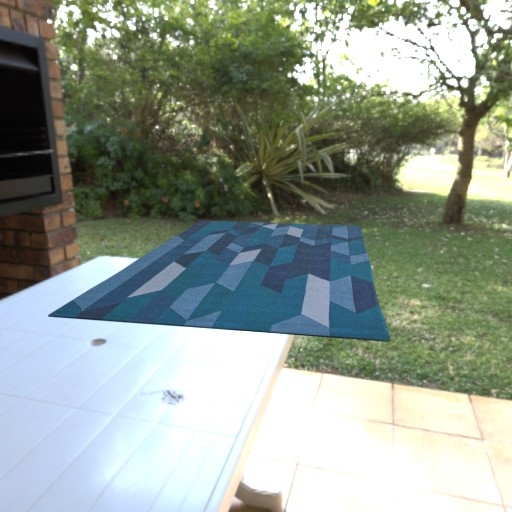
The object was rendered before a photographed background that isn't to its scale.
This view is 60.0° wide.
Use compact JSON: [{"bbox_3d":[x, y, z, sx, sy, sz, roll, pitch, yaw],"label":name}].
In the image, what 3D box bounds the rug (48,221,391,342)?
[{"bbox_3d":[0.000,0.000,3.052,1.528,0.005,2.420,3,15,9],"label":"rug"}]
